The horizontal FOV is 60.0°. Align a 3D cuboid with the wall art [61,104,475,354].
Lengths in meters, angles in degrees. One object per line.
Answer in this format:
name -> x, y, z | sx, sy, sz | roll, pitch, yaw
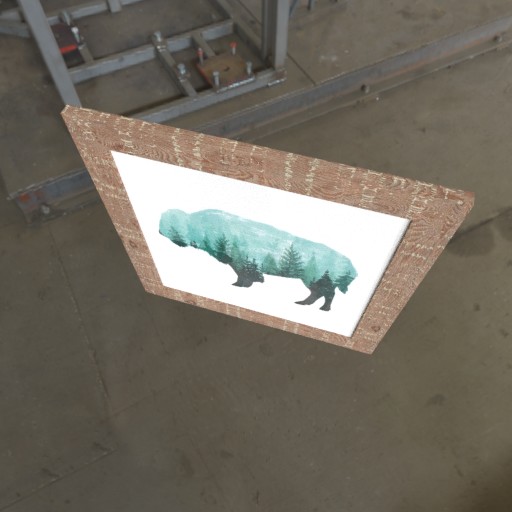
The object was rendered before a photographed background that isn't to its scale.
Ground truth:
wall art -> 0.000, 0.000, 0.560 | 0.380, 0.380, 0.022 | 14, 60, 8
